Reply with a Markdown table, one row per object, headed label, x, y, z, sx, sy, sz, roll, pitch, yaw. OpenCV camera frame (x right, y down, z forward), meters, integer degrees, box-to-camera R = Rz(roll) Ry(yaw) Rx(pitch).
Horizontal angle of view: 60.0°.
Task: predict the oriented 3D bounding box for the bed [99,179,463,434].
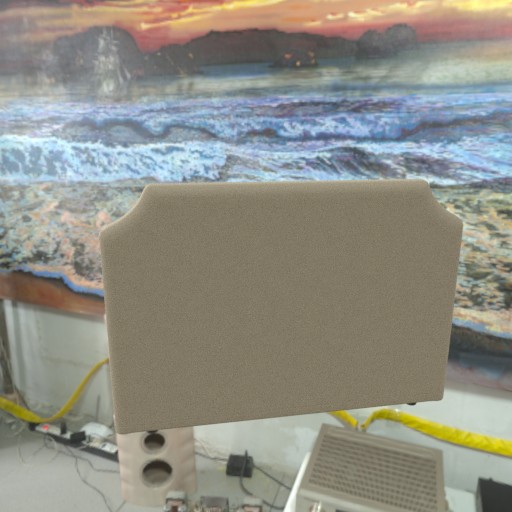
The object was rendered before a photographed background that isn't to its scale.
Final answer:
| label | x | y | z | sx | sy | sz | roll | pitch | yaw |
| --- | --- | --- | --- | --- | --- | --- | --- | --- | --- |
| bed | 0.000 | 0.000 | 3.278 | 1.828 | 1.301 | 2.204 | -3 | 15 | -9 |
